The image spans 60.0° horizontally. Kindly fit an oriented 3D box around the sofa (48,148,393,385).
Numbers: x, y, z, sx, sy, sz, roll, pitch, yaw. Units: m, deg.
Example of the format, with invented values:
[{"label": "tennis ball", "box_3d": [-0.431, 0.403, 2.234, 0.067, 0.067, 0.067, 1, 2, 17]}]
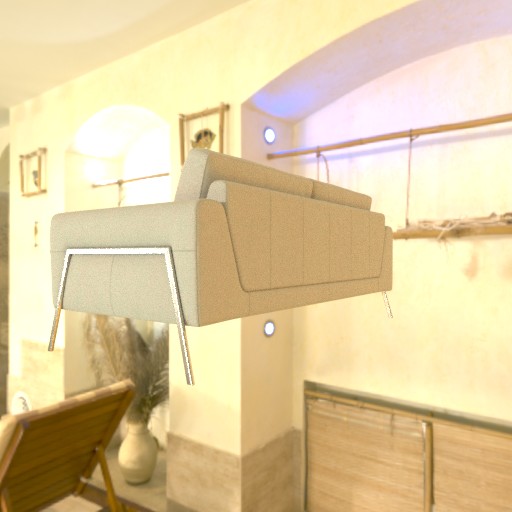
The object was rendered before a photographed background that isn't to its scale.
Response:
[{"label": "sofa", "box_3d": [0.000, 0.000, 2.591, 0.953, 0.875, 2.017, 0, 0, 36]}]
